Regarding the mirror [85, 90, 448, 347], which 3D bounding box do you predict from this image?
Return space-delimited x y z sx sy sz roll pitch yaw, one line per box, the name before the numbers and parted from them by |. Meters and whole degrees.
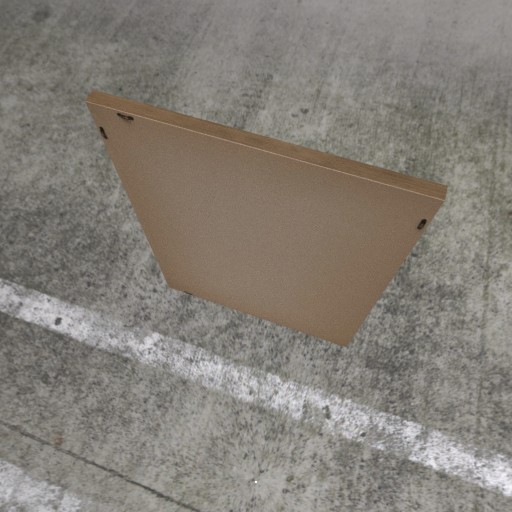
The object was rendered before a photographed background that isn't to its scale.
mirror | 0.000 0.000 1.347 0.762 1.016 0.041 18 64 9
